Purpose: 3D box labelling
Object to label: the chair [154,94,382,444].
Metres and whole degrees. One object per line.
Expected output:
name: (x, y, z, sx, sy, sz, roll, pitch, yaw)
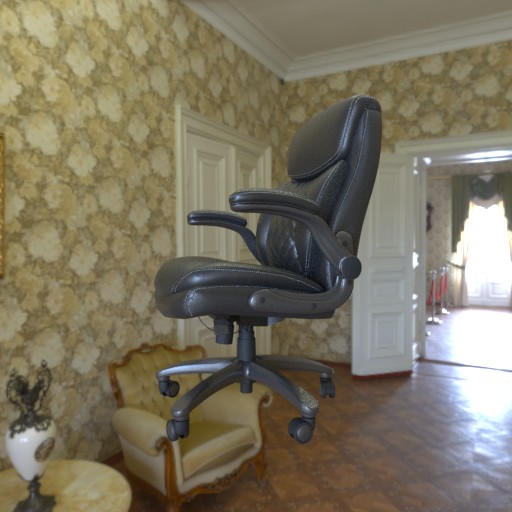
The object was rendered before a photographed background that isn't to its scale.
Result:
chair: (0.000, 0.000, 1.622, 0.724, 1.110, 0.782, 0, 1, -18)
